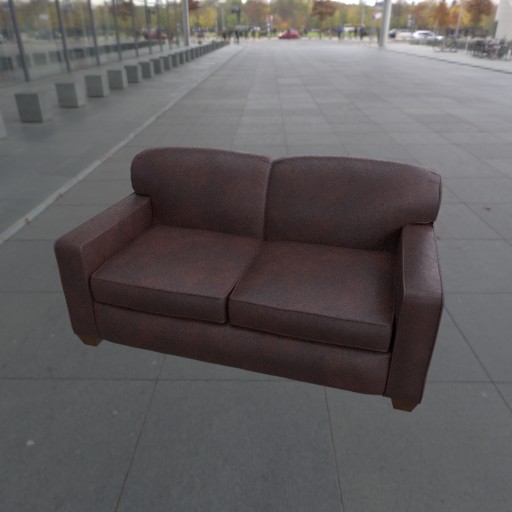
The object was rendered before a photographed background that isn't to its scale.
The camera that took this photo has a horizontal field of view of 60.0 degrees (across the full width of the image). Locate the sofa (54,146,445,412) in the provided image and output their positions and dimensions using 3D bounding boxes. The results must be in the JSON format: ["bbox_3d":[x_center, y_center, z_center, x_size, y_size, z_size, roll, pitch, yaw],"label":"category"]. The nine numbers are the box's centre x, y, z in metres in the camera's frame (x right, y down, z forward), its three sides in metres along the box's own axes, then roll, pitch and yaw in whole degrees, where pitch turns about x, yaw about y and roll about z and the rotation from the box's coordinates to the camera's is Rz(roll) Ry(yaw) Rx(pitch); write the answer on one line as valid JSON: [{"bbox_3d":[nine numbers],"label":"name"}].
[{"bbox_3d":[0.000,0.000,2.429,1.856,0.966,1.000,8,28,15],"label":"sofa"}]
